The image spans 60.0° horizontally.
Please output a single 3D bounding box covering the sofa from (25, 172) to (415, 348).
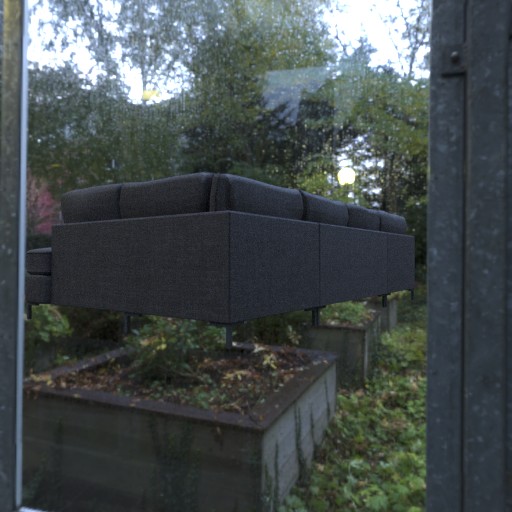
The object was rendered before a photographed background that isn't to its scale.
[{"bbox_3d":[0.000,0.000,4.272,2.048,0.999,3.423,0,0,36],"label":"sofa"}]
